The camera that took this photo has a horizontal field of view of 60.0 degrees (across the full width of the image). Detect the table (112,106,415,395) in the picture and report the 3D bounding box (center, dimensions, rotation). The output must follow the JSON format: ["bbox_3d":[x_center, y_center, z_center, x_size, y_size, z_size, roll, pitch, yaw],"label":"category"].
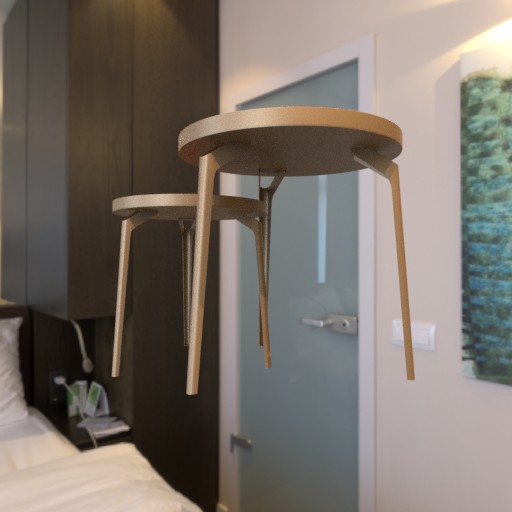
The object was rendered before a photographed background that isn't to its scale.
[{"bbox_3d":[0.000,0.000,1.113,0.751,0.555,0.532,0,0,18],"label":"table"}]
